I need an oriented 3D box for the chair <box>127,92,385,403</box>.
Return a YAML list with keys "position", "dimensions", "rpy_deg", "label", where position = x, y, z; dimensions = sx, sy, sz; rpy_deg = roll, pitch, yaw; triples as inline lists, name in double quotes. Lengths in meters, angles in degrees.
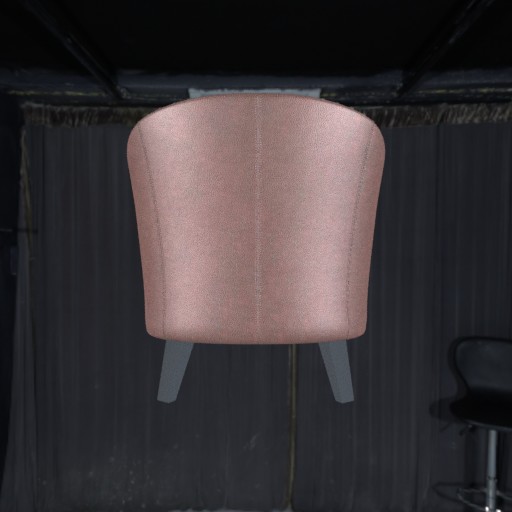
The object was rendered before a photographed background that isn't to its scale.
- position: [0.000, 0.000, 1.462]
  dimensions: [0.794, 0.823, 0.748]
  rpy_deg: [0, 1, 0]
  label: "chair"
